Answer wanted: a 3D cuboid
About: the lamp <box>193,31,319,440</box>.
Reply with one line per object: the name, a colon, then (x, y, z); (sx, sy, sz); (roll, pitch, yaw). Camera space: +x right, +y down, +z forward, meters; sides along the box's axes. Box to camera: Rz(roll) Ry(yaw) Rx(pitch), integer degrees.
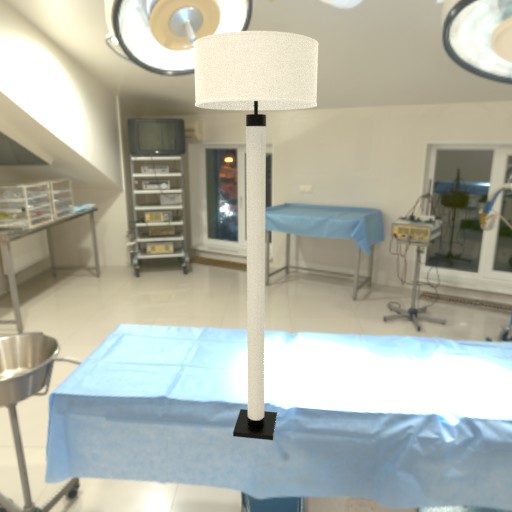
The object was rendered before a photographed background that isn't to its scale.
lamp: (0.000, 0.000, 1.671); (0.420, 1.475, 0.420); (2, 15, 8)
